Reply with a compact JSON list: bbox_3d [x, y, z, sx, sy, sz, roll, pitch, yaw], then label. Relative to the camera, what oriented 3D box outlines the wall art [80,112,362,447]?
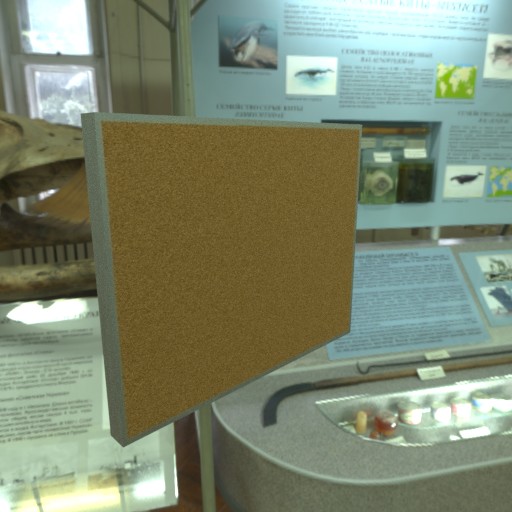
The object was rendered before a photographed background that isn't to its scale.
[{"bbox_3d":[0.000,0.000,0.769,0.557,0.450,0.037,-14,20,-42],"label":"wall art"}]
